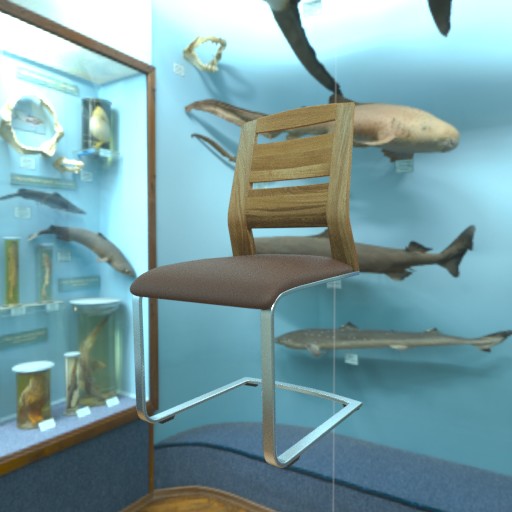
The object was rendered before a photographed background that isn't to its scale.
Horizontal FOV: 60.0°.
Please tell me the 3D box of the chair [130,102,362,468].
[{"bbox_3d":[0.000,0.000,1.297,0.460,0.970,0.570,1,2,35],"label":"chair"}]
